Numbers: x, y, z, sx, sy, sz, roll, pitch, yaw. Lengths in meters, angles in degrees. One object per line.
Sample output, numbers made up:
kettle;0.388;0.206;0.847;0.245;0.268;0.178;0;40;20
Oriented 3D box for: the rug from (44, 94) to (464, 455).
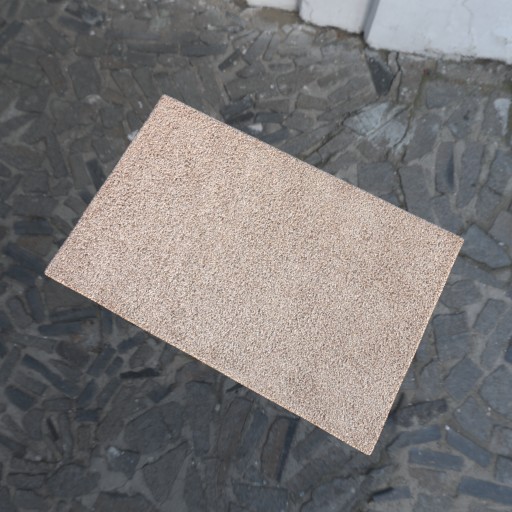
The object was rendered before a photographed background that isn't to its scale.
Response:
rug;0.000;0.000;3.427;2.743;0.030;1.778;27;77;7
